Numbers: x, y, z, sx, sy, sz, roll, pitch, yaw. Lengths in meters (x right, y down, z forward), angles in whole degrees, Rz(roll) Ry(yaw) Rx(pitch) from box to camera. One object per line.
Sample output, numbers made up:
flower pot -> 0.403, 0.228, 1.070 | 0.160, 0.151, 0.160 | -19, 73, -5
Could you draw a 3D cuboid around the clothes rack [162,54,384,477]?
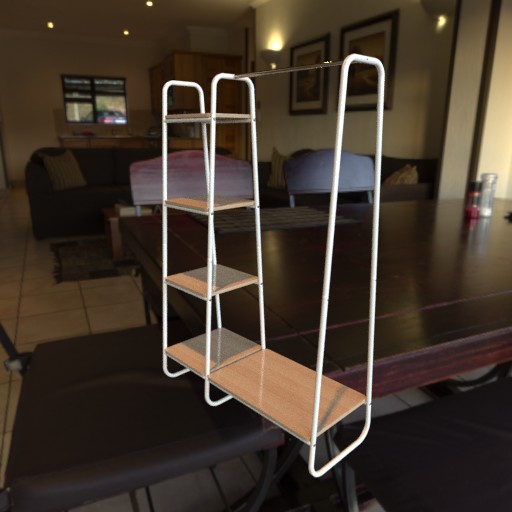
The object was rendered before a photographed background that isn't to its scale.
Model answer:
clothes rack -> 0.000, 0.000, 1.935 | 0.400, 1.500, 1.011 | -14, 21, -42
